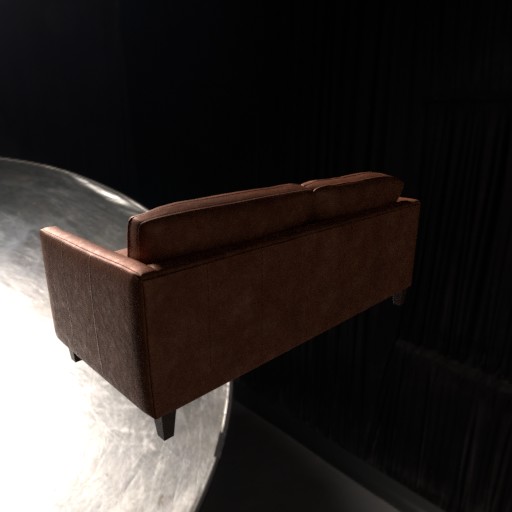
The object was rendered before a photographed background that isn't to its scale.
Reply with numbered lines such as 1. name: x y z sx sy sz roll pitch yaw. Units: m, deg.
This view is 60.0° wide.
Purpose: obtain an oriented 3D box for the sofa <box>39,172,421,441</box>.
1. sofa: 0.000 0.000 2.445 1.971 0.863 0.923 -16 24 -42
